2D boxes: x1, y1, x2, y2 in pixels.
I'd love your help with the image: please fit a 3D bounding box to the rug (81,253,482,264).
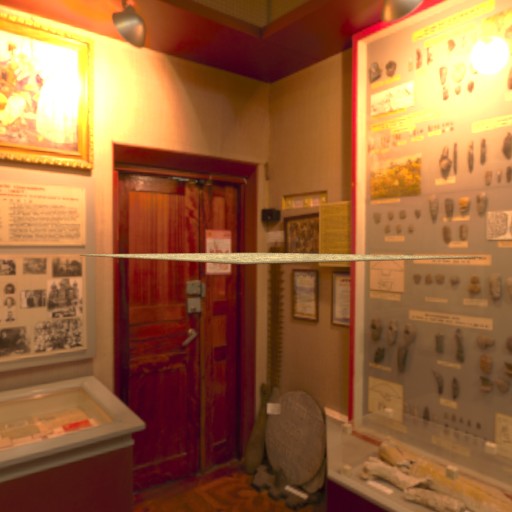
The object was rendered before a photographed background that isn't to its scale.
[{"bbox_3d":[0.000,0.000,4.098,2.363,0.012,2.980,-1,1,-36],"label":"rug"}]
